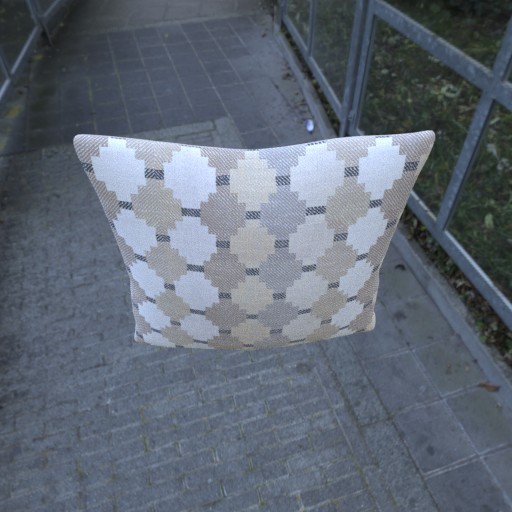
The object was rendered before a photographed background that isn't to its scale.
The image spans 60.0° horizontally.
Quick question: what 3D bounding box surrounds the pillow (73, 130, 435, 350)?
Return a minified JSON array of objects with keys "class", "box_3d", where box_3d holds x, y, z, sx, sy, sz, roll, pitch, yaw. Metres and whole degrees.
[{"class":"pillow","box_3d":[0.000,0.000,0.876,0.578,0.558,0.192,-3,46,-3]}]
